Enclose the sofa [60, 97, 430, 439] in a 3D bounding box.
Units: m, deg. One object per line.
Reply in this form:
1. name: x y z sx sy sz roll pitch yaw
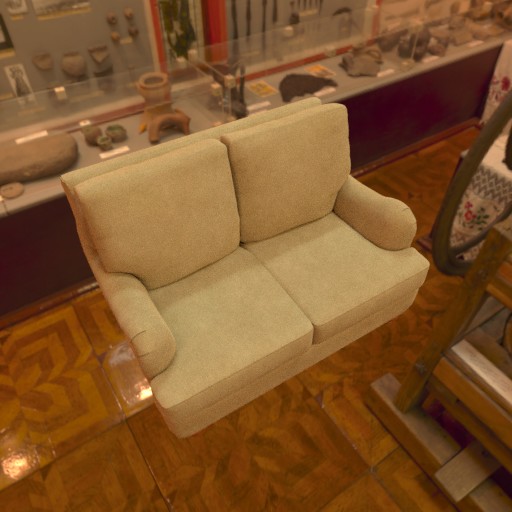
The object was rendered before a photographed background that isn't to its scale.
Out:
1. sofa: 0.000 0.000 2.261 1.498 1.087 1.086 -24 51 -21
